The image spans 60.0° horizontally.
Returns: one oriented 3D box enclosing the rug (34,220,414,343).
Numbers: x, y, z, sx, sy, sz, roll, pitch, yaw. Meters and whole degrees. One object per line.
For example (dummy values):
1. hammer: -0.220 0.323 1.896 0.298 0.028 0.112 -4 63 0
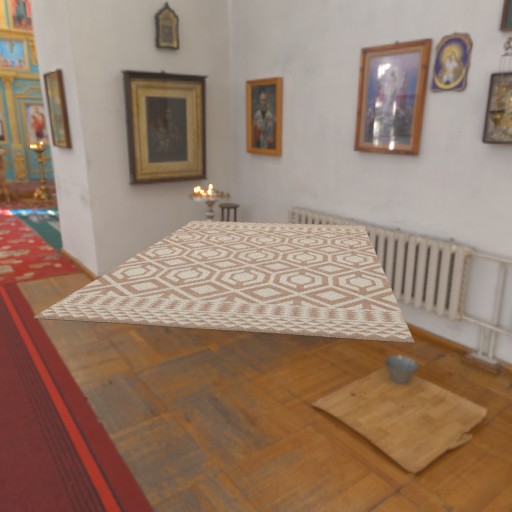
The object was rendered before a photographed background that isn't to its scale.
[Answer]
1. rug: 0.000 0.000 2.261 1.219 0.008 1.829 2 15 8
